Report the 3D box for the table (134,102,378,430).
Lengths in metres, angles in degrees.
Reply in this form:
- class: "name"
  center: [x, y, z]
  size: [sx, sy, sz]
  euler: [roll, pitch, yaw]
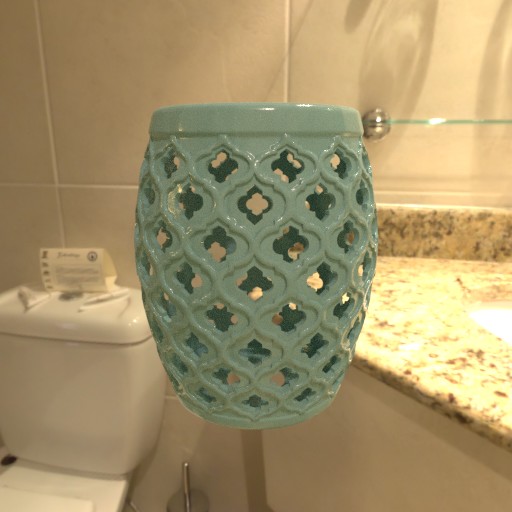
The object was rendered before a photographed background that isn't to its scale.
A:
- class: "table"
  center: [0.000, 0.000, 0.618]
  size: [0.325, 0.388, 0.325]
  euler: [0, 15, 0]
